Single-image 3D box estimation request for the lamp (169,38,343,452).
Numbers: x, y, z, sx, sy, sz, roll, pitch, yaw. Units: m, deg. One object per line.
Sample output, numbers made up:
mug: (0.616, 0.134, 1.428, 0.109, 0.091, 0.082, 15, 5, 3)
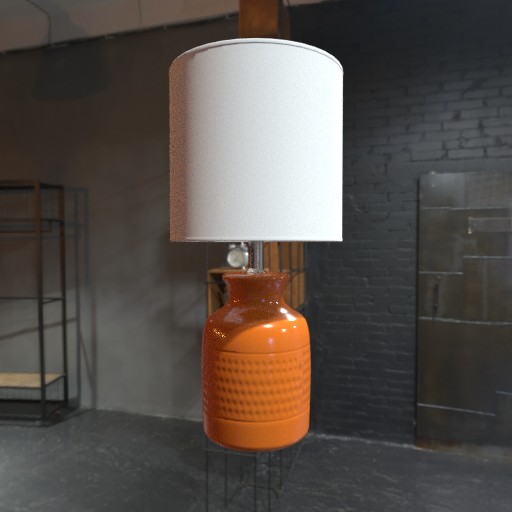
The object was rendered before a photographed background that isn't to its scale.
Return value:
lamp: (0.000, 0.000, 1.095, 0.418, 0.871, 0.418, 1, 2, 19)
